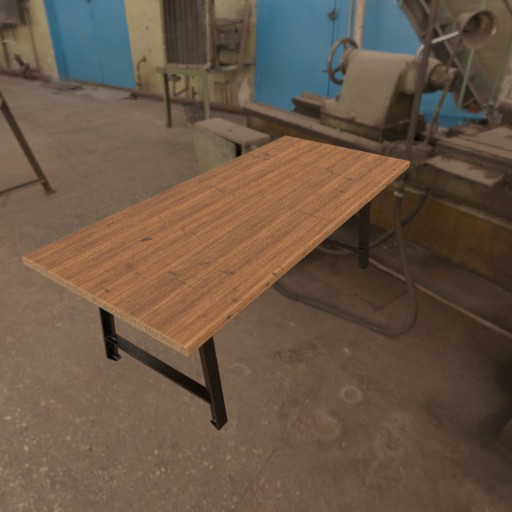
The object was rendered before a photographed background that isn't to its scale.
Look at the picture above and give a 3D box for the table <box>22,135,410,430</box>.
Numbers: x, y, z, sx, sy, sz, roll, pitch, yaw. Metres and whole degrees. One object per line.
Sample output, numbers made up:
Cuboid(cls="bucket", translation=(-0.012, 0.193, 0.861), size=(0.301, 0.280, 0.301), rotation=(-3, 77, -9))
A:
Cuboid(cls="table", translation=(0.000, 0.000, 2.688), size=(1.000, 0.757, 2.200), rotation=(21, 38, 29))
